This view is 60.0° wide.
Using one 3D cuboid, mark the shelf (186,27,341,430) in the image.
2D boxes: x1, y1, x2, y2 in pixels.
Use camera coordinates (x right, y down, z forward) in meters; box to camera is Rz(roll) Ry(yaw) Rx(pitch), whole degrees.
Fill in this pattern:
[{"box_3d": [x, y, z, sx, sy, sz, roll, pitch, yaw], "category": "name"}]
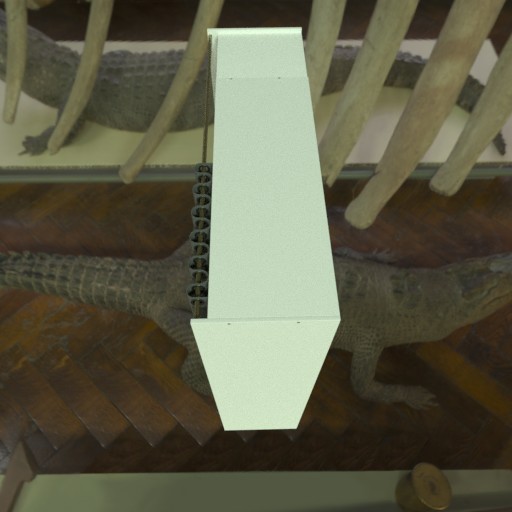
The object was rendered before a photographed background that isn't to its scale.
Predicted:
[{"box_3d": [0.000, 0.000, 2.594, 0.500, 1.810, 1.600, -1, 59, -1], "category": "shelf"}]
